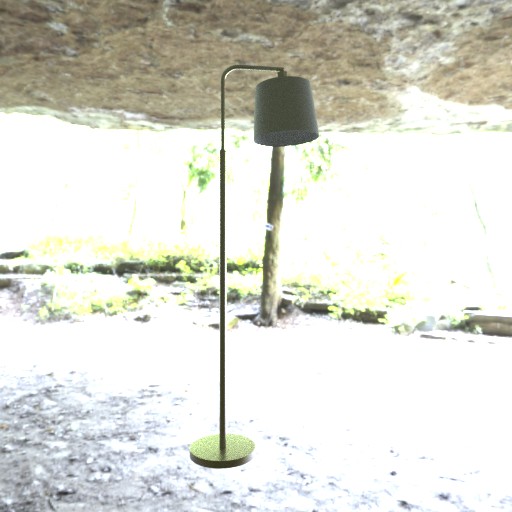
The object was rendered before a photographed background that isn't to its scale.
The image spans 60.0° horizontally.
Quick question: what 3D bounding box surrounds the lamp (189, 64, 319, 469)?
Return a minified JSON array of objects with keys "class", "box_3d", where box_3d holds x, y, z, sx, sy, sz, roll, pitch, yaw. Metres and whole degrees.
[{"class":"lamp","box_3d":[0.000,0.000,1.702,0.508,1.478,0.254,0,0,-18]}]
